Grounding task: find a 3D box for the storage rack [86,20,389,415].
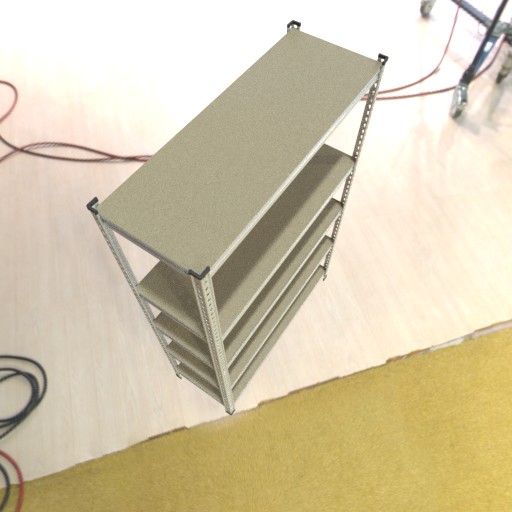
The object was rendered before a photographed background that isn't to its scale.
[{"bbox_3d":[0.000,0.000,2.353,0.457,1.829,1.219,30,63,17],"label":"storage rack"}]
